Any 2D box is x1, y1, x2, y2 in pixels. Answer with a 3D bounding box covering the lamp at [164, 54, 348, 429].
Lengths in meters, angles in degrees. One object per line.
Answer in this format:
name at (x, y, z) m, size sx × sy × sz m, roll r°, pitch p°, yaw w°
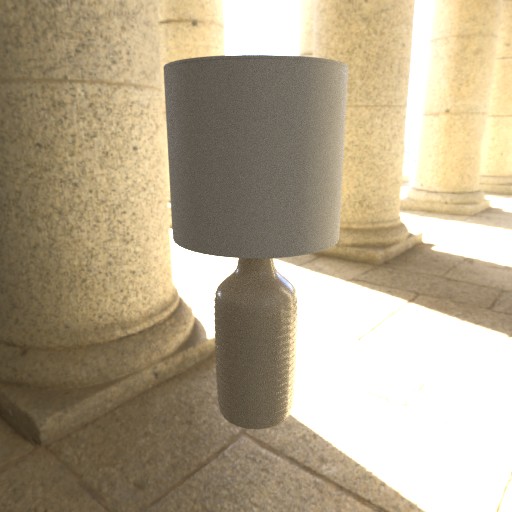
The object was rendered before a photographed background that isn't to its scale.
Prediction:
lamp at (0.000, 0.000, 0.606) m, size 0.220 × 0.475 × 0.220 m, roll 3°, pitch 17°, yaw 10°
